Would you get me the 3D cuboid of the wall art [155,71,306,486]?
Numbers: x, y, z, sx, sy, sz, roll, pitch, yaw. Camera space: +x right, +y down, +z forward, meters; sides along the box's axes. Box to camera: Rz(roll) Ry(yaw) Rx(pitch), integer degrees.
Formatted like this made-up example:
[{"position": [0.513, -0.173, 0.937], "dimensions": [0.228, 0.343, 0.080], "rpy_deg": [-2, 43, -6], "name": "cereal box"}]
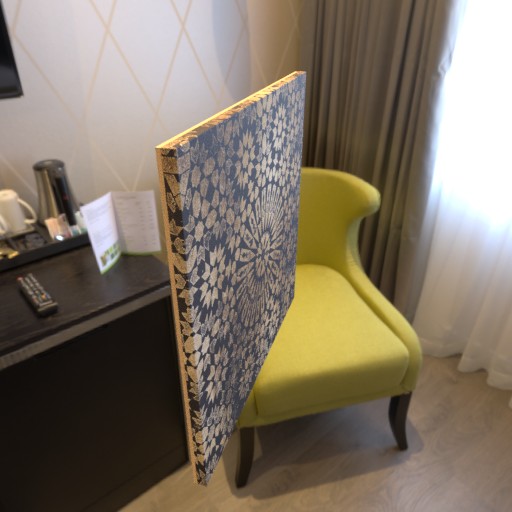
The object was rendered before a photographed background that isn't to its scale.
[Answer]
[{"position": [0.000, 0.000, 1.326], "dimensions": [0.038, 0.914, 0.914], "rpy_deg": [10, 32, 16], "name": "wall art"}]
